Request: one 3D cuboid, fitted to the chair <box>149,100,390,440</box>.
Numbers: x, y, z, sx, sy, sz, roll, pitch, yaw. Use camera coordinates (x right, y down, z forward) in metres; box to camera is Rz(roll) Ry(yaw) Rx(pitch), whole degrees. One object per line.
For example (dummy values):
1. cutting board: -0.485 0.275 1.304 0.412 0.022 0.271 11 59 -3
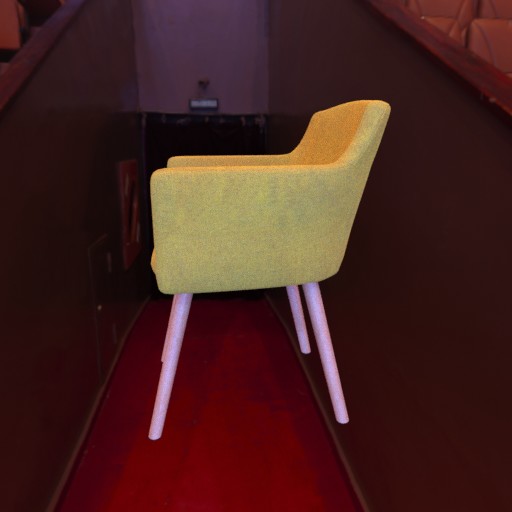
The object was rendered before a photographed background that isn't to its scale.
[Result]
1. chair: 0.000 0.000 1.178 0.570 0.780 0.570 -2 15 -7
